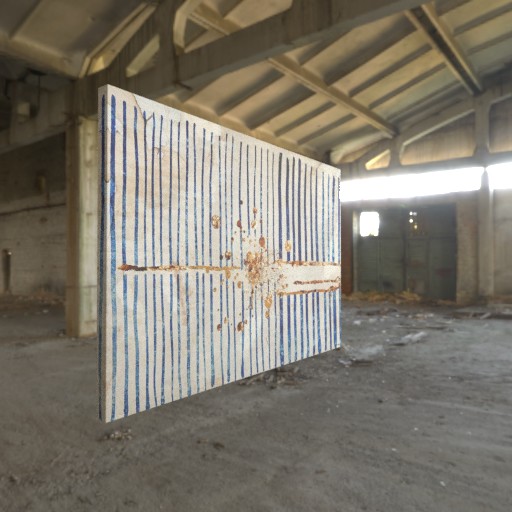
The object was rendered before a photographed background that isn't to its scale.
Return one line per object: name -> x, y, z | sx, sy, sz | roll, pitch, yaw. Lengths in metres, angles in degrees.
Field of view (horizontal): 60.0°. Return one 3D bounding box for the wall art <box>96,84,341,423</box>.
wall art -> 0.000, 0.000, 1.453 | 0.038, 0.757, 1.143 | -1, -1, 37
